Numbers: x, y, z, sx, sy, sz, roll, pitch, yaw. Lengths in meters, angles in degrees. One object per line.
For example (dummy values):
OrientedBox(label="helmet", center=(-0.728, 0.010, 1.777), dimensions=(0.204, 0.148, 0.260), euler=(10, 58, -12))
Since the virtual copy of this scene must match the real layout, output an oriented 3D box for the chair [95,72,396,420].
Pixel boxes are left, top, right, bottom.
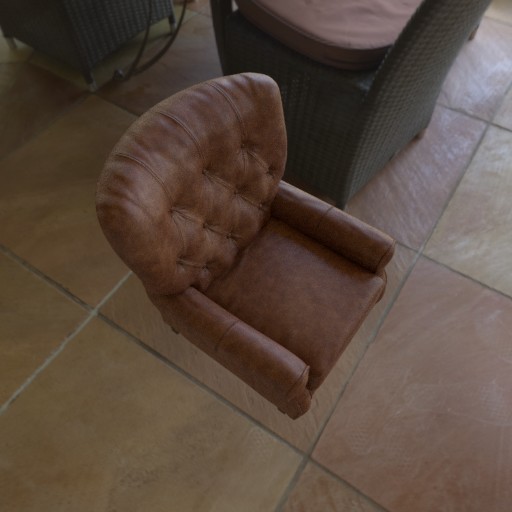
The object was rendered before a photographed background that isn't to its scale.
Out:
OrientedBox(label="chair", center=(0.000, 0.000, 1.952), dimensions=(1.059, 1.164, 0.951), euler=(32, 63, 19))
